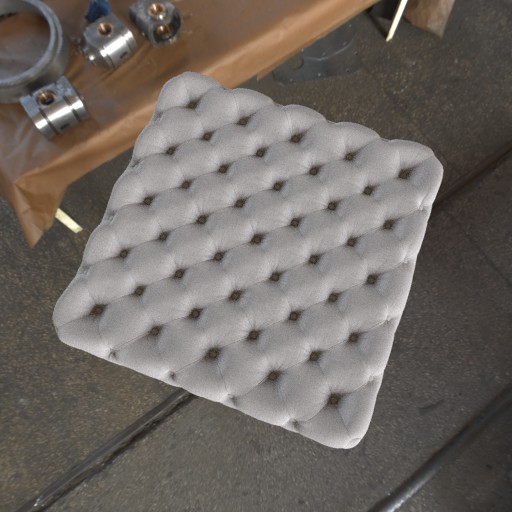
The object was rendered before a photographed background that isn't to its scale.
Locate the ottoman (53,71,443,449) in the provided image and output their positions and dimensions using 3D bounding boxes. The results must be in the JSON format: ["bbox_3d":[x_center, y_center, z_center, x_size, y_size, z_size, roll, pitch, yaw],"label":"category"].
[{"bbox_3d":[0.000,0.000,1.185,0.758,0.365,0.764,20,76,5],"label":"ottoman"}]
